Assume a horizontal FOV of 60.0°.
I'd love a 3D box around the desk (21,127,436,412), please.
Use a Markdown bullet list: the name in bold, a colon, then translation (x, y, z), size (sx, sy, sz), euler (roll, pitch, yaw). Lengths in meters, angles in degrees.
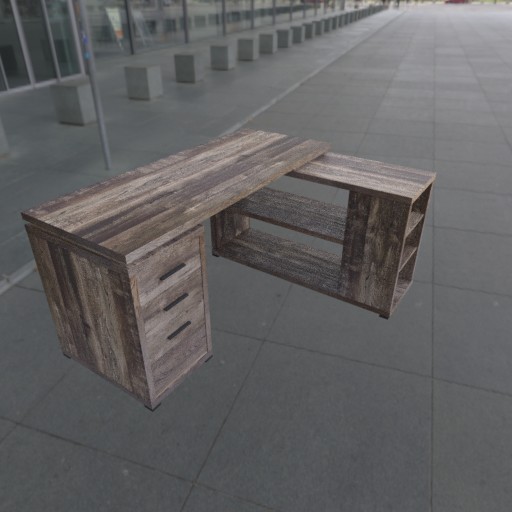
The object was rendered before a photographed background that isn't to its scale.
- **desk**: translation (0.000, 0.000, 2.183), size (1.200, 0.753, 1.524), euler (19, 36, 29)
